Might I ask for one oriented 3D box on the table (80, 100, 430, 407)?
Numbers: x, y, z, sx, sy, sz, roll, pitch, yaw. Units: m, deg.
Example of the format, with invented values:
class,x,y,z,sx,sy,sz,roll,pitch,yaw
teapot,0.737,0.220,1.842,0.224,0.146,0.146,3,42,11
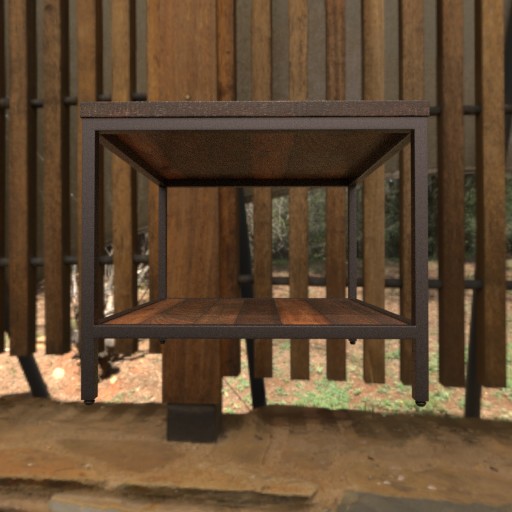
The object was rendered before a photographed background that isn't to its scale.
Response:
class,x,y,z,sx,sy,sz,roll,pitch,yaw
table,0.000,0.000,0.969,0.553,0.482,0.548,0,-1,1
